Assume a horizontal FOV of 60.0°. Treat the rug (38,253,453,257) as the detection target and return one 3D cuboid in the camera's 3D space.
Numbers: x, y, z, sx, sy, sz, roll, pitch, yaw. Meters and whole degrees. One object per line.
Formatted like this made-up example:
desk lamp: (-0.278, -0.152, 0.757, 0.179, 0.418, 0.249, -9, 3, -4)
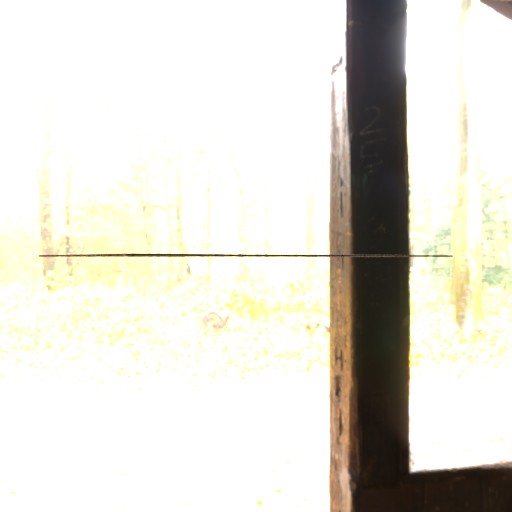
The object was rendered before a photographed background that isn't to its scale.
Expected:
rug: (0.000, 0.000, 3.050, 2.435, 0.011, 1.517, 0, 0, -38)
